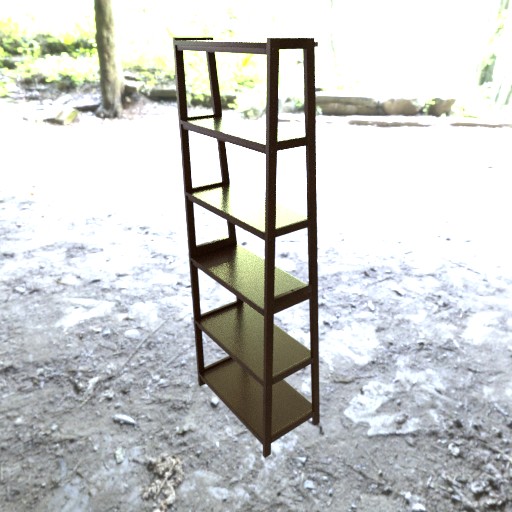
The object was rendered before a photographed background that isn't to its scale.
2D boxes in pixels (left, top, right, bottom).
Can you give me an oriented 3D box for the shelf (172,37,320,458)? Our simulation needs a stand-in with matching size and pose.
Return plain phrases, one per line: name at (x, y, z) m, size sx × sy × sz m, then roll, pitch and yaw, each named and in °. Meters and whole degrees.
shelf at (0.000, 0.000, 2.137) m, size 0.382 × 1.892 × 0.660 m, roll -19°, pitch 32°, yaw -33°
